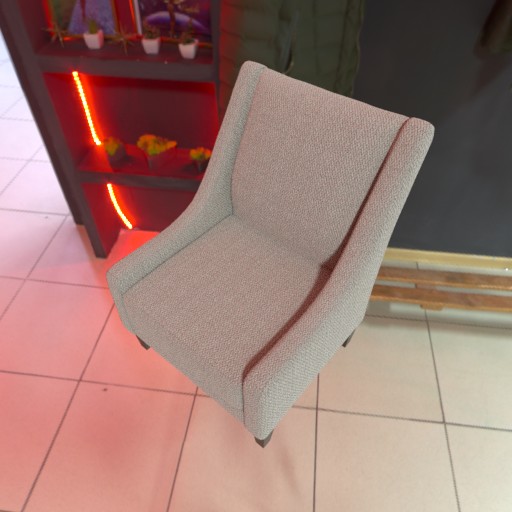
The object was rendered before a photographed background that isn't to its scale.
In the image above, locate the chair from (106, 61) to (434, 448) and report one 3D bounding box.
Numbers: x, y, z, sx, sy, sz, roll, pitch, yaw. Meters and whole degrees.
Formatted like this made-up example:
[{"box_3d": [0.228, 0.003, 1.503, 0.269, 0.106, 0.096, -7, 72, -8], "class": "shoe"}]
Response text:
[{"box_3d": [0.000, 0.000, 1.653, 0.774, 1.014, 0.870, 31, 53, 27], "class": "chair"}]
